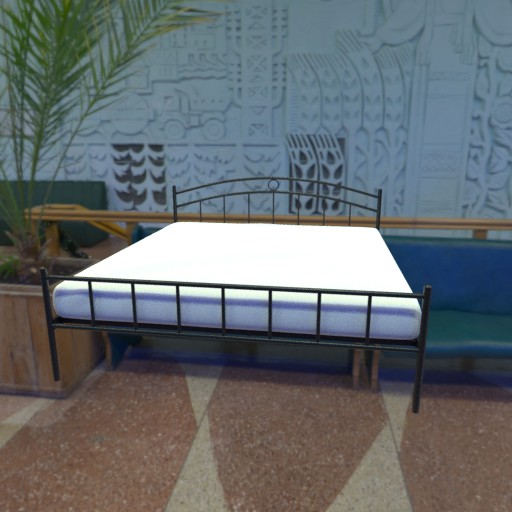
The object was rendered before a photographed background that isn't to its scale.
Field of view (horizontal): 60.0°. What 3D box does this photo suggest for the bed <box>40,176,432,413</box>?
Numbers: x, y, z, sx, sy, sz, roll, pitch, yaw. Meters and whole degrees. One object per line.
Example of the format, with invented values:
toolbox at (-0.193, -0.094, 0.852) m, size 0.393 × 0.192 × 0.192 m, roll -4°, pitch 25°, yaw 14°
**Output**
bed at (0.000, 0.000, 3.084) m, size 1.880 × 0.940 × 2.040 m, roll 2°, pitch 15°, yaw 9°
